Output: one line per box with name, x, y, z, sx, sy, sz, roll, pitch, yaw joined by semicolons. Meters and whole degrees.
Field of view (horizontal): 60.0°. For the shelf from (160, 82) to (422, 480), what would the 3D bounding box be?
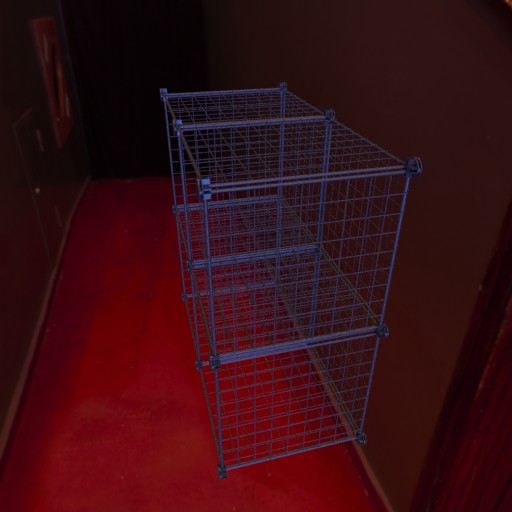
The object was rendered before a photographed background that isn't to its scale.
shelf;0.000;0.000;1.133;0.356;0.711;0.711;-8;32;-13
